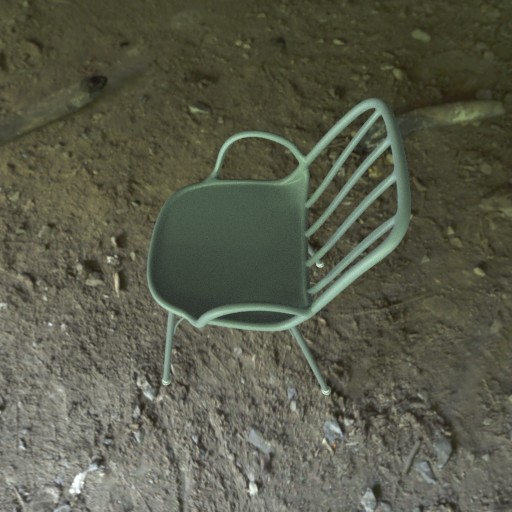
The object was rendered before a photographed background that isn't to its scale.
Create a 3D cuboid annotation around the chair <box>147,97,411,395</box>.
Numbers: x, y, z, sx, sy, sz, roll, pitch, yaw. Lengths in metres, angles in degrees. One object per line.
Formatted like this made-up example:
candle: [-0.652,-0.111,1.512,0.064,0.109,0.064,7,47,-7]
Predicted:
chair: [0.000,0.000,1.229,0.597,0.816,0.549,2,57,1]
